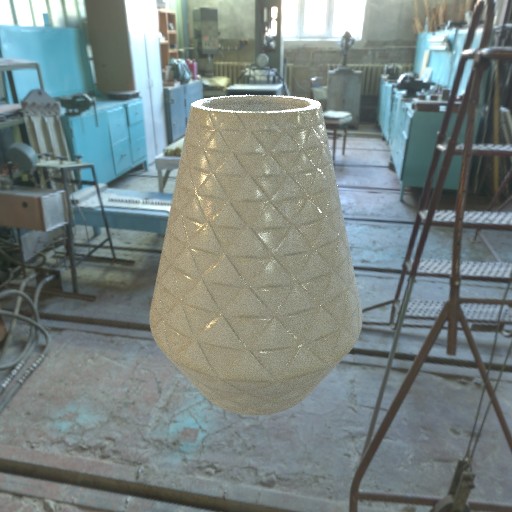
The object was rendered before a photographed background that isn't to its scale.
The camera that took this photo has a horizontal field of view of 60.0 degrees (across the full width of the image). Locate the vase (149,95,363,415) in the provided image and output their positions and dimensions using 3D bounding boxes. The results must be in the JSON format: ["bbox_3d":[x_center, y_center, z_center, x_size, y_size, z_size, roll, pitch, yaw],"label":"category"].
[{"bbox_3d":[0.000,0.000,0.350,0.175,0.230,0.175,0,26,0],"label":"vase"}]
